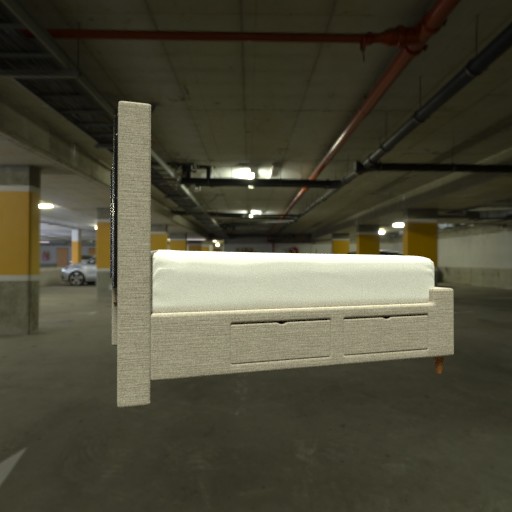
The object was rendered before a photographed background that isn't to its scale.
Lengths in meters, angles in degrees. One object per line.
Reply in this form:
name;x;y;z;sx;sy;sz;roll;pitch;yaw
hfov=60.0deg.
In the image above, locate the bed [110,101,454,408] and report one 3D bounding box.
bed;0.000;0.000;3.827;2.372;1.748;2.044;0;-1;-19
